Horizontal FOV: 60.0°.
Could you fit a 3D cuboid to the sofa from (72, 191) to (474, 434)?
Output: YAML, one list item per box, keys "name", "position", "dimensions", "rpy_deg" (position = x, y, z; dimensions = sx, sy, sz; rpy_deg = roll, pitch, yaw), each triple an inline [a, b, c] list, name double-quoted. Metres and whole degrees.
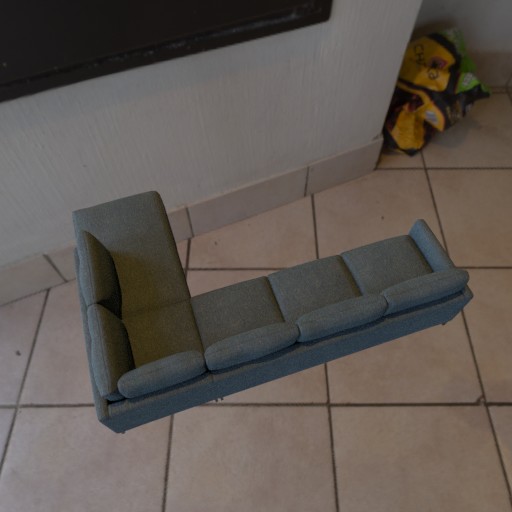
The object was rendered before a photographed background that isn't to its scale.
- name: "sofa"
  position: [0.000, 0.000, 3.836]
  dimensions: [2.949, 0.815, 2.007]
  rpy_deg: [-16, 60, -10]
